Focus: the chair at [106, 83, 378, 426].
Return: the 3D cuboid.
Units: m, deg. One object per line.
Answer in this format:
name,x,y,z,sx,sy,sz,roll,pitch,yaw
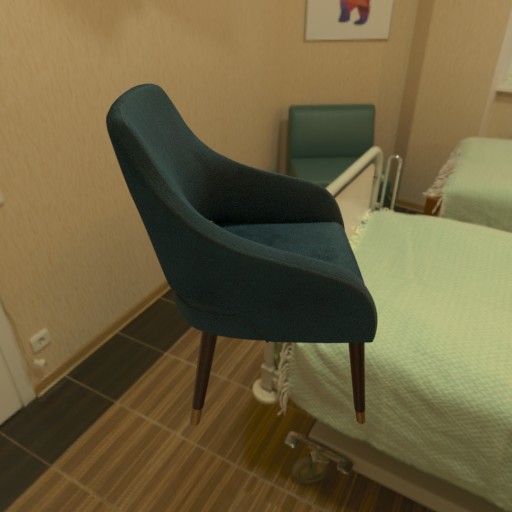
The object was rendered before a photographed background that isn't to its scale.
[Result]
chair,0.000,0.000,1.547,0.794,1.081,0.683,0,32,0
